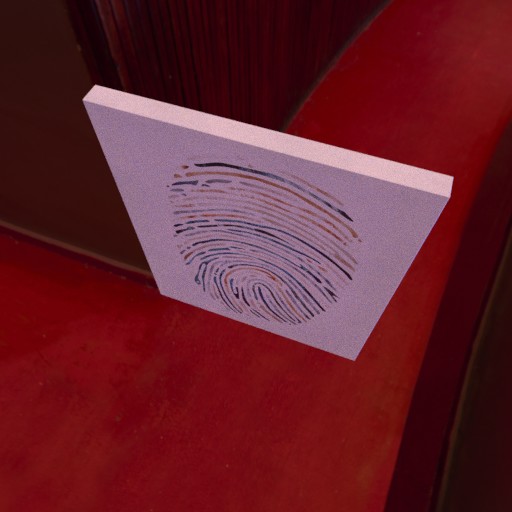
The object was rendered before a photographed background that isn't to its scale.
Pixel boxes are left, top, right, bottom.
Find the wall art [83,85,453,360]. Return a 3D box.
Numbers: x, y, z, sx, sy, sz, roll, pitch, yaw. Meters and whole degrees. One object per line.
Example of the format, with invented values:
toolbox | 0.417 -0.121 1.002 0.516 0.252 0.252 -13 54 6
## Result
wall art | 0.000 0.000 0.843 0.508 0.606 0.037 17 60 10
